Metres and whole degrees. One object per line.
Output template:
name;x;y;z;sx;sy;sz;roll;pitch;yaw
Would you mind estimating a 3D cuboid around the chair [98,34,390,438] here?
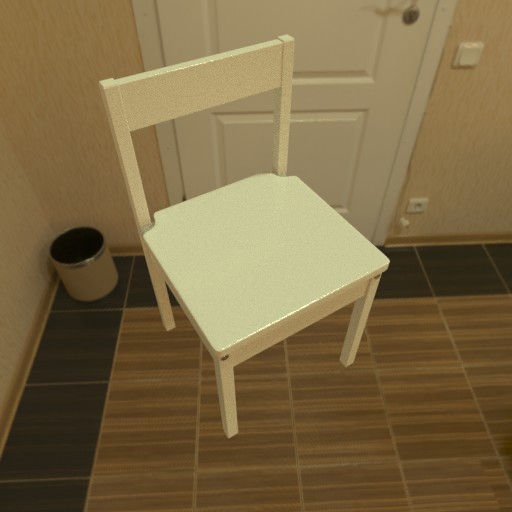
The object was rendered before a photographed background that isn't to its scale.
chair;0.000;0.000;0.889;0.367;0.668;0.361;-24;52;-21
